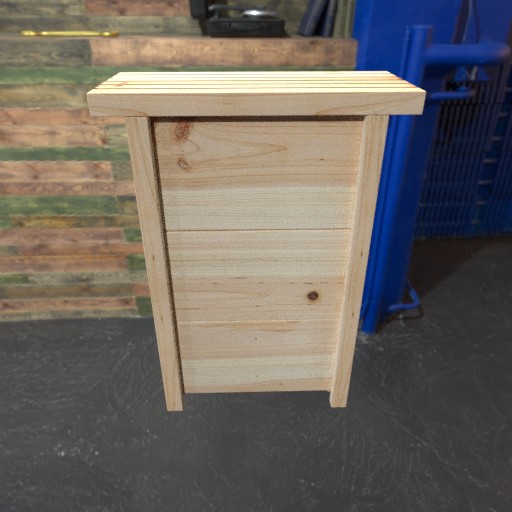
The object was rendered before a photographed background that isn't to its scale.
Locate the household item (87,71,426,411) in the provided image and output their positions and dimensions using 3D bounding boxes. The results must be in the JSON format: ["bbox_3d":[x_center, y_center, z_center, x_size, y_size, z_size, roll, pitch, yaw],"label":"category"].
[{"bbox_3d":[0.000,0.000,0.547,0.301,0.407,0.123,-1,30,-1],"label":"household item"}]
